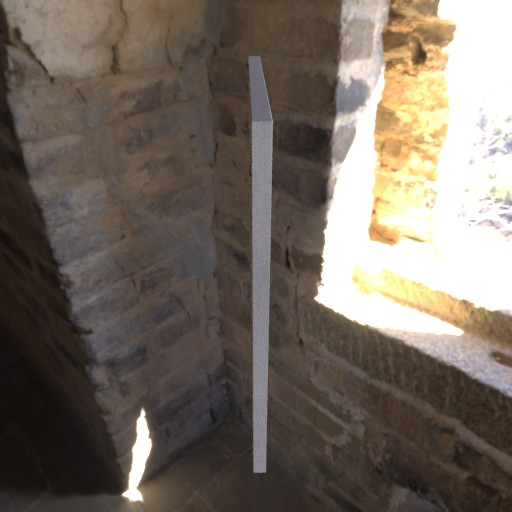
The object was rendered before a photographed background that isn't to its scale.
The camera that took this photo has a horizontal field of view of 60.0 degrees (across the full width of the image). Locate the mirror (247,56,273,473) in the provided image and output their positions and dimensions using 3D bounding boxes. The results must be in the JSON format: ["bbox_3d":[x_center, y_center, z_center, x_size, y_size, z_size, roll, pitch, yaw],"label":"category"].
[{"bbox_3d":[0.000,0.000,1.348,0.041,1.016,0.762,-1,32,-1],"label":"mirror"}]
